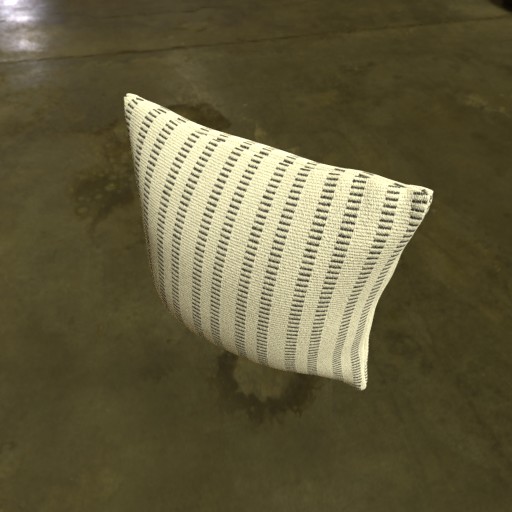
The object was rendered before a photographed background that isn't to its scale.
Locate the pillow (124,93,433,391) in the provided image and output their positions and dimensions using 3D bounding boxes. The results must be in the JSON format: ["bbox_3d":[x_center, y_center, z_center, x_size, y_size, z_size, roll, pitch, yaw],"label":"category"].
[{"bbox_3d":[0.000,0.000,0.688,0.438,0.419,0.247,23,50,21],"label":"pillow"}]
